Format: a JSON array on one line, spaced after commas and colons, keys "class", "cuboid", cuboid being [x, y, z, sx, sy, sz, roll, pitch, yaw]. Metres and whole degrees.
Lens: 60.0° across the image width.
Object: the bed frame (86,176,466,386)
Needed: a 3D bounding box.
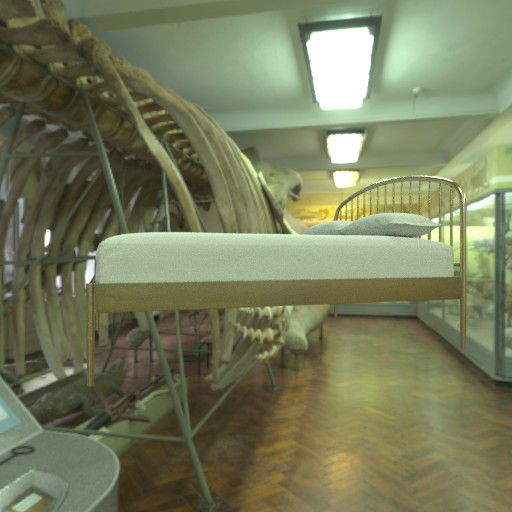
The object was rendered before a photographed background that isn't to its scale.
[{"class": "bed frame", "cuboid": [0.000, 0.000, 3.094, 2.152, 1.175, 1.612, 0, 0, -19]}]
